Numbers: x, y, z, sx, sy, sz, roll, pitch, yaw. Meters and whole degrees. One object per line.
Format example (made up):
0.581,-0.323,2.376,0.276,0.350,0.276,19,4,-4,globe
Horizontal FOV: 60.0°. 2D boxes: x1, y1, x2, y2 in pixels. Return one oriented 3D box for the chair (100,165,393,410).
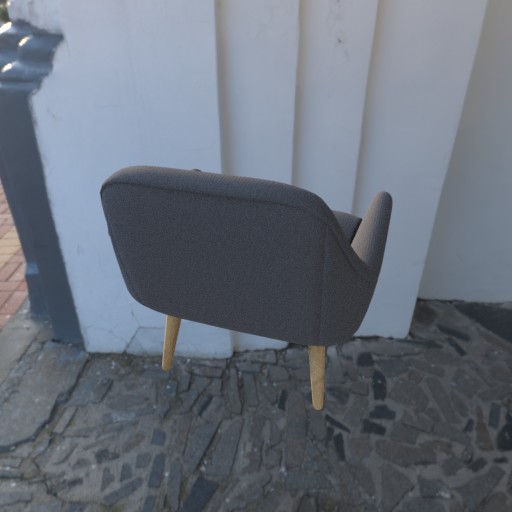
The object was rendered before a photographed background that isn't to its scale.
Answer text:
0.000,0.000,1.401,0.770,0.800,0.779,10,32,15,chair
